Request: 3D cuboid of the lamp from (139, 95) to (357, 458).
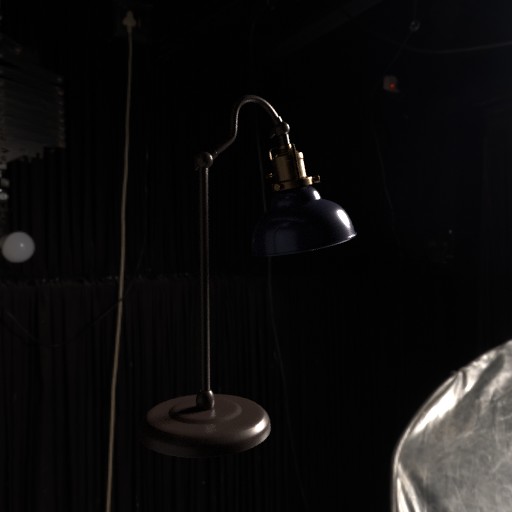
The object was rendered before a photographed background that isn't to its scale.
[{"bbox_3d":[0.000,0.000,0.706,0.374,0.508,0.192,0,1,-35],"label":"lamp"}]
